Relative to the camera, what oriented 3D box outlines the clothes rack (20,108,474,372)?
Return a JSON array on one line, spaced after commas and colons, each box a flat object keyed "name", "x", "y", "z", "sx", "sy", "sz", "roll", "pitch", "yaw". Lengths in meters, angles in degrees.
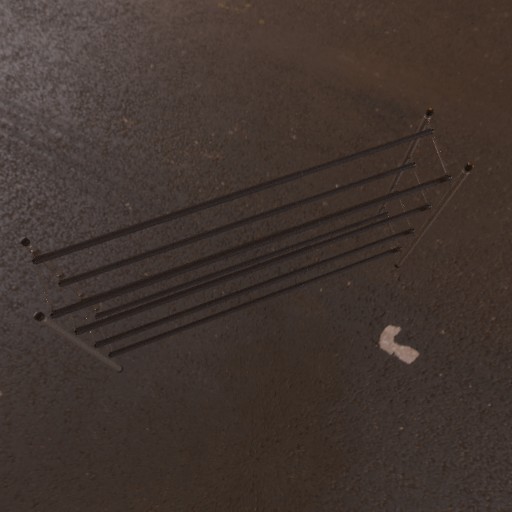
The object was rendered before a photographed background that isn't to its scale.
[{"name": "clothes rack", "x": 0.000, "y": 0.000, "z": 1.440, "sx": 1.168, "sy": 0.672, "sz": 0.229, "roll": -19, "pitch": 67, "yaw": -9}]
